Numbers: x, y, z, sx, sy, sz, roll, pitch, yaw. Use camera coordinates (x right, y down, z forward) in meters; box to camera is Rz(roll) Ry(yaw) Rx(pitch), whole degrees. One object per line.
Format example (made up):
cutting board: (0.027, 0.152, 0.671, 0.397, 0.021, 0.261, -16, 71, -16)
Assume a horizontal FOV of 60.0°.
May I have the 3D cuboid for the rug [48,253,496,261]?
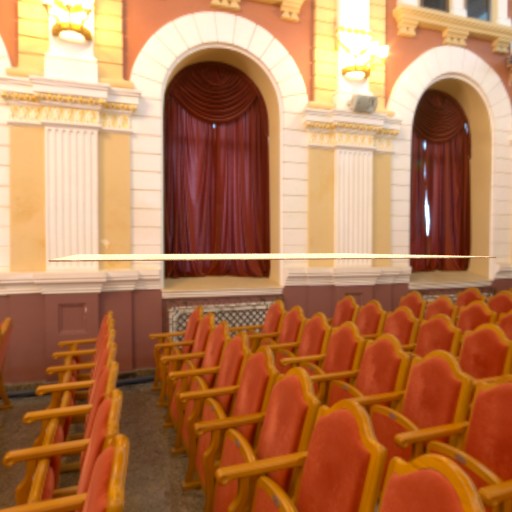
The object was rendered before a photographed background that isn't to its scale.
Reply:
rug: (0.000, 0.000, 4.256, 3.353, 0.010, 2.438, 0, 1, -18)
